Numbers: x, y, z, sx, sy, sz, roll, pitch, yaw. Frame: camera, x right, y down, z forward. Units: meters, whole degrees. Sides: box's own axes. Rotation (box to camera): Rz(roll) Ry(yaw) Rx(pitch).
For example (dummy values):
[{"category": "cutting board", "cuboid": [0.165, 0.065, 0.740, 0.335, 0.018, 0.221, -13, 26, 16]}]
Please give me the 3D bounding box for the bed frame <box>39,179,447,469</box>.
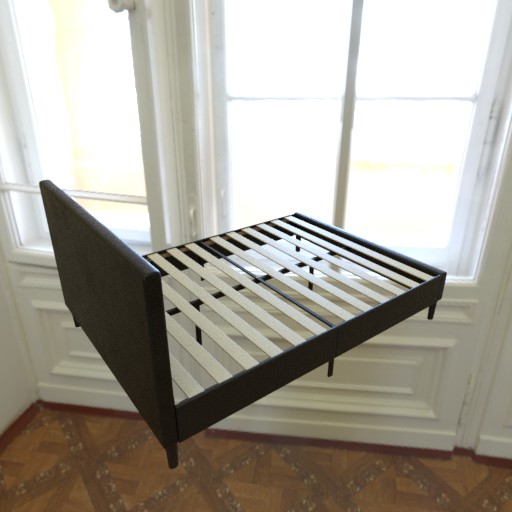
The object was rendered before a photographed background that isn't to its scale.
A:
[{"category": "bed frame", "cuboid": [0.000, 0.000, 3.164, 2.318, 1.127, 1.634, -18, 31, -33]}]
